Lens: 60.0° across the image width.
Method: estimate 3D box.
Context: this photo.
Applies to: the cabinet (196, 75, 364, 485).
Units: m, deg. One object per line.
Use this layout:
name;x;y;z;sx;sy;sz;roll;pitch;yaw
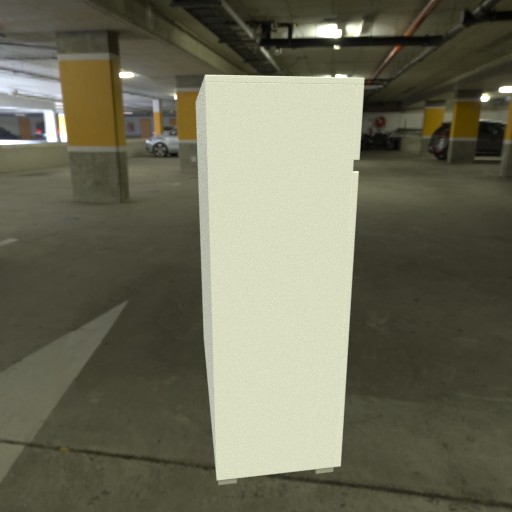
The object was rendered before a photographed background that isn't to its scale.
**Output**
cabinet;0.000;0.000;1.723;0.400;1.190;1.000;-2;16;-8
